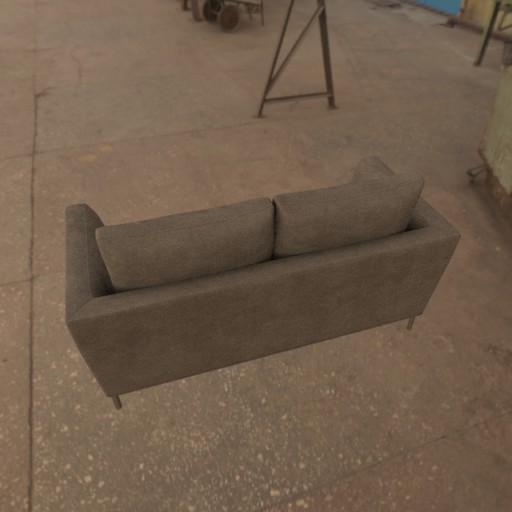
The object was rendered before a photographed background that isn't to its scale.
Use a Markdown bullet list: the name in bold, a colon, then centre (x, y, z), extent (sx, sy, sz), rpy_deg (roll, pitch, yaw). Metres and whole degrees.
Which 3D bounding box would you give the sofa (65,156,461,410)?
- **sofa**: centre (0.000, 0.000, 2.373), extent (1.832, 1.013, 0.855), rpy_deg (-12, 42, -14)
